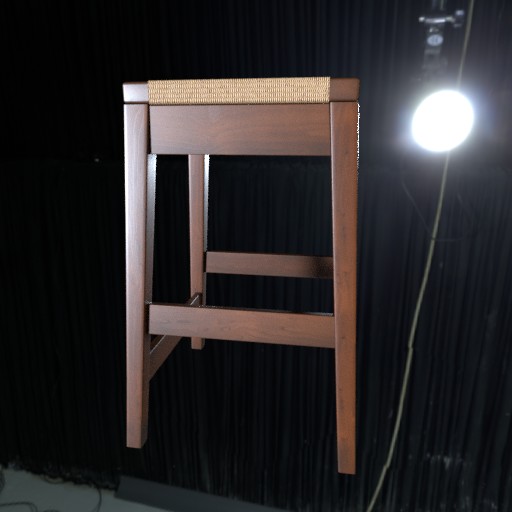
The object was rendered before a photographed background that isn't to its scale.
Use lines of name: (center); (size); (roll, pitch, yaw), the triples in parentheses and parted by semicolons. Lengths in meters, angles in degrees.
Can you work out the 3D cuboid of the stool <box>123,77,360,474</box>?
stool: (0.000, 0.000, 1.082); (0.497, 0.762, 0.507); (3, 16, 9)
